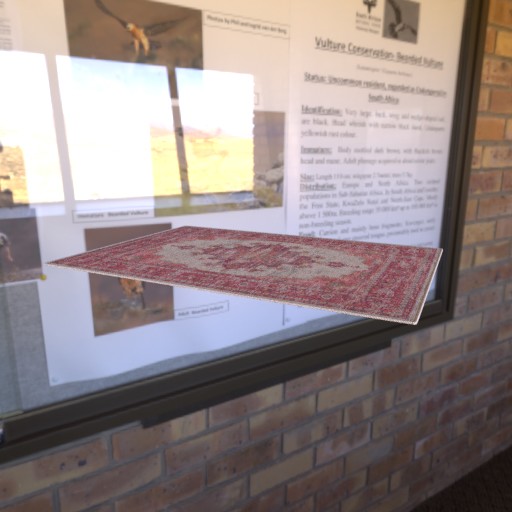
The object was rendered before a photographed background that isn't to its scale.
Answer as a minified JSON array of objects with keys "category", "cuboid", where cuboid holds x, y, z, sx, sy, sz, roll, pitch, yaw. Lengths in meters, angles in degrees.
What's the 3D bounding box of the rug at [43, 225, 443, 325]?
[{"category":"rug","cuboid":[0.000,0.000,3.842,2.878,0.014,2.005,7,15,25]}]
